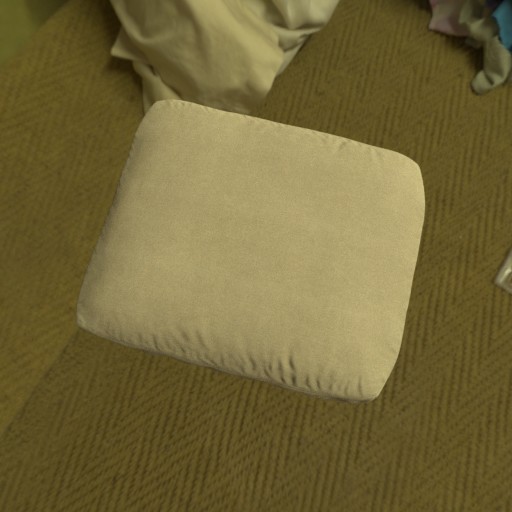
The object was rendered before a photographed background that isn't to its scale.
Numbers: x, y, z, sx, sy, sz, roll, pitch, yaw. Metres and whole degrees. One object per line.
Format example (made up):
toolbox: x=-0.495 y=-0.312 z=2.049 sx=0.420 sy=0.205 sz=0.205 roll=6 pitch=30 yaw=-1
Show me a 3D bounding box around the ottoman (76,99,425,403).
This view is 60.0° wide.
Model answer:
ottoman: x=0.000 y=0.000 z=1.098 sx=0.712 sy=0.480 sz=0.584 roll=14 pitch=76 yaw=4
